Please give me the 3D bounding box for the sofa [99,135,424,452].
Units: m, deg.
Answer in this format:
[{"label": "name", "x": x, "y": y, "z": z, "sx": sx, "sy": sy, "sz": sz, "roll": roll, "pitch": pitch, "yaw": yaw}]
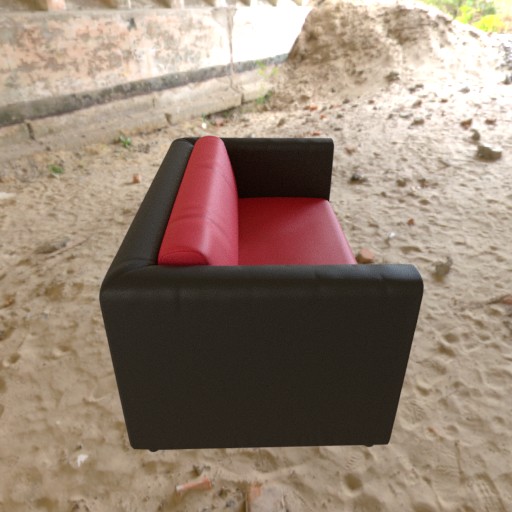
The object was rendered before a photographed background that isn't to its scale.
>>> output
[{"label": "sofa", "x": 0.000, "y": 0.000, "z": 1.871, "sx": 0.845, "sy": 0.735, "sz": 1.410, "roll": -1, "pitch": 30, "yaw": -1}]
